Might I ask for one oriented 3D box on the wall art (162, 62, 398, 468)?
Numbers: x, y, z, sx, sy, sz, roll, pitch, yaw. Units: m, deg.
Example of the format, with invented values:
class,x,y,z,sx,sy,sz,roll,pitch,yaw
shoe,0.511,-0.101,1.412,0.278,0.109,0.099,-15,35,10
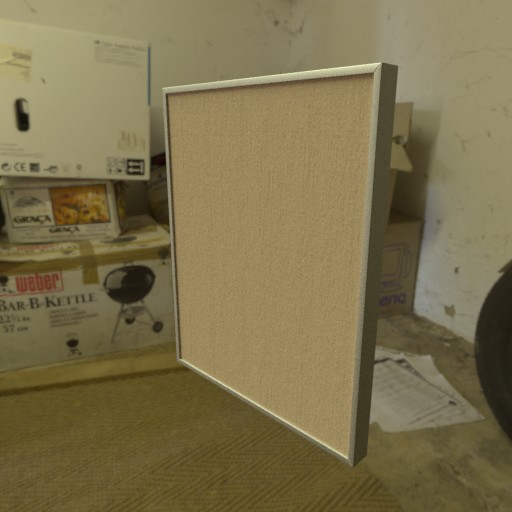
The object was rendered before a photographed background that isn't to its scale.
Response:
class,x,y,z,sx,sy,sz,roll,pitch,yaw
wall art,0.000,0.000,0.743,0.039,0.553,0.445,-15,22,-43
